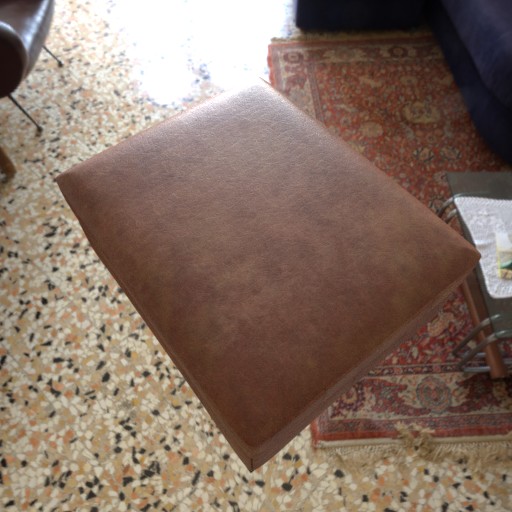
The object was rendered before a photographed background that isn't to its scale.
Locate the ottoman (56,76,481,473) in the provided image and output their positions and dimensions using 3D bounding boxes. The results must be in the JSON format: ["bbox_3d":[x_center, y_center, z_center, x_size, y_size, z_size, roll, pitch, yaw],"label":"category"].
[{"bbox_3d":[0.000,0.000,1.735,0.965,0.667,1.186,-34,64,-19],"label":"ottoman"}]
